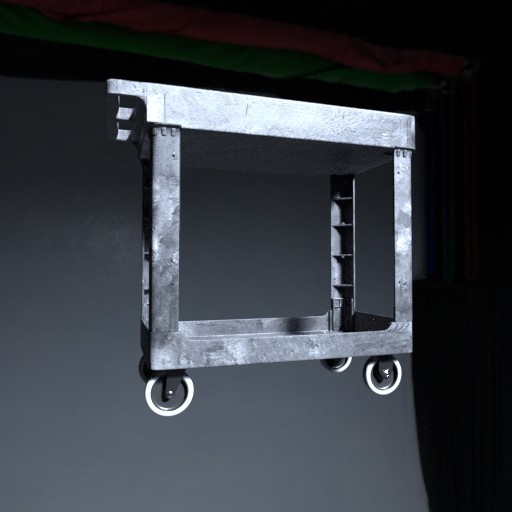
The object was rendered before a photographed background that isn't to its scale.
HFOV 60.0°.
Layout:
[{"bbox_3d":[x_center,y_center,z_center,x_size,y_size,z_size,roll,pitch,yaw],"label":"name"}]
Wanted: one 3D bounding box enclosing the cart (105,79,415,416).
[{"bbox_3d":[0.000,0.000,1.362,0.877,0.824,0.420,0,-2,-18],"label":"cart"}]
